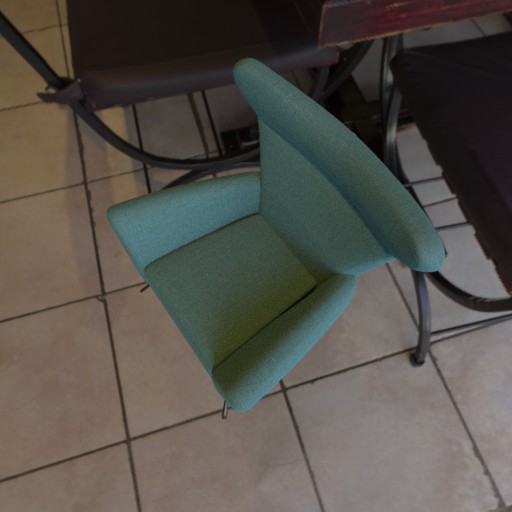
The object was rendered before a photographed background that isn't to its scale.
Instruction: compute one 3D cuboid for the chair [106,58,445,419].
[{"bbox_3d":[0.000,0.000,1.795,0.900,0.980,1.050,-33,67,-16],"label":"chair"}]
